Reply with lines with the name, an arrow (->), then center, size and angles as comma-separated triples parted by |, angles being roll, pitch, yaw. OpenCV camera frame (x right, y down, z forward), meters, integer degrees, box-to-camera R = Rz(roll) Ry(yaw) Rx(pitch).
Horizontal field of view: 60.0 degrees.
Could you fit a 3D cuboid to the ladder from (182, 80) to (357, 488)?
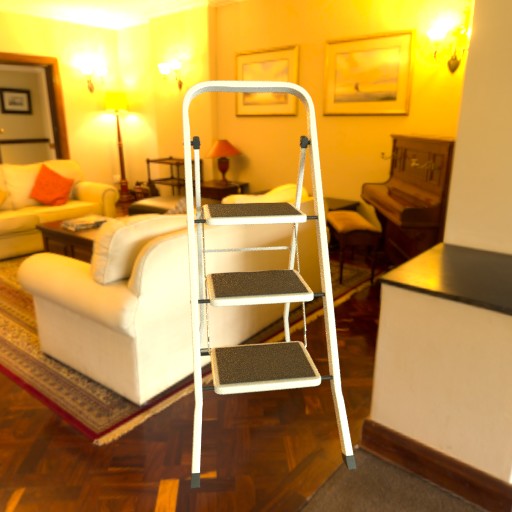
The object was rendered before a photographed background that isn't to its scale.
ladder -> 0.000, 0.000, 1.386 | 0.460, 1.050, 0.711 | -3, 17, -8
